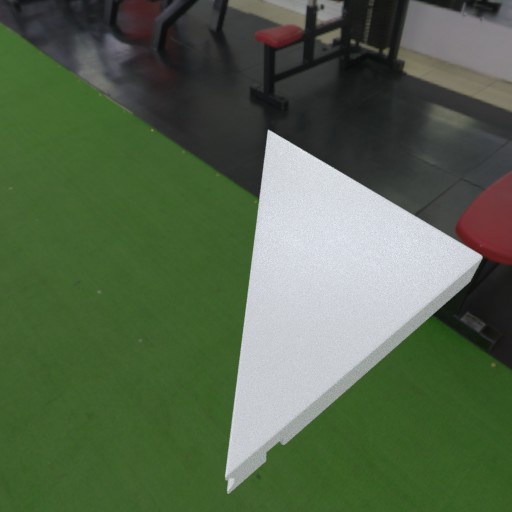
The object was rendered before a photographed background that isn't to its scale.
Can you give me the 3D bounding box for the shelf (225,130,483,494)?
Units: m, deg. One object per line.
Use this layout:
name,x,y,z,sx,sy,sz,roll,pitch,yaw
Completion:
shelf,0.000,0.000,0.429,0.296,0.035,0.296,-31,53,-27
